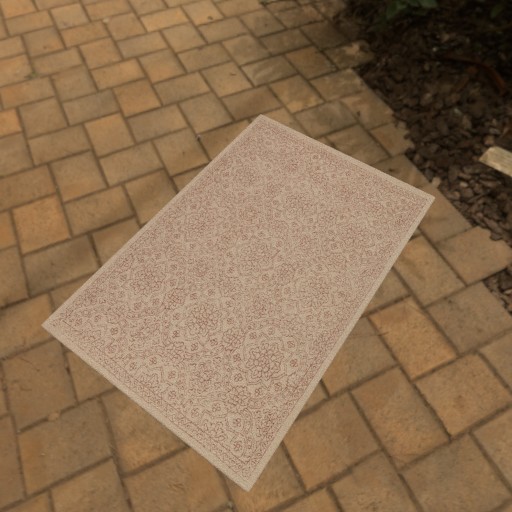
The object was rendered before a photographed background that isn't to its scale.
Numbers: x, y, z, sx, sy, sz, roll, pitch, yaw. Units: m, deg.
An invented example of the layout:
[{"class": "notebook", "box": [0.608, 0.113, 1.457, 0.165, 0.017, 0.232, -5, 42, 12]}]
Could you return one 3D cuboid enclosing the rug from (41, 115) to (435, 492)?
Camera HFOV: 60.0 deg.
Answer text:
[{"class": "rug", "box": [0.000, 0.000, 2.319, 1.219, 0.010, 1.829, 31, 63, 18]}]
